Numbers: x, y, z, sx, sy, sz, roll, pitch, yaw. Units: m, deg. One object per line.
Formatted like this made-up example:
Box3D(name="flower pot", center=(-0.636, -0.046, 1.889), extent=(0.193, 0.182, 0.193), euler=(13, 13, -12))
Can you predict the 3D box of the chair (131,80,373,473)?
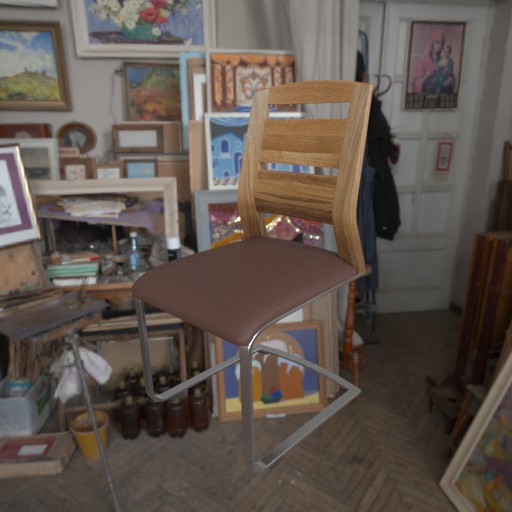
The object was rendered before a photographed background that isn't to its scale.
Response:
Box3D(name="chair", center=(0.000, 0.000, 1.273), extent=(0.460, 0.970, 0.570), euler=(15, 23, 41))
